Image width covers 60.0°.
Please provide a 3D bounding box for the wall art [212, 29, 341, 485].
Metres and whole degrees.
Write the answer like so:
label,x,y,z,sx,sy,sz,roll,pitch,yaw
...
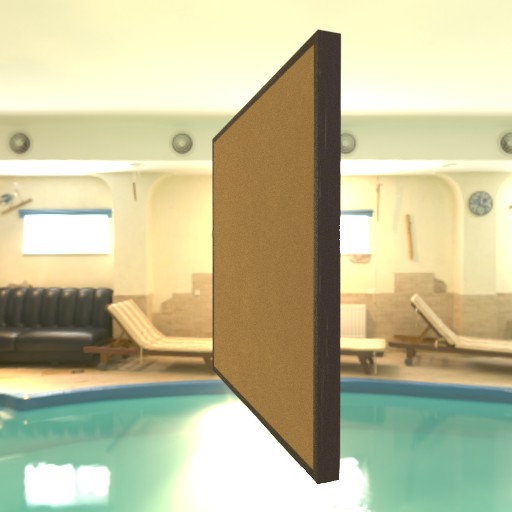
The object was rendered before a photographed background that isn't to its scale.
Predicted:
label,x,y,z,sx,sy,sz,roll,pitch,yaw
wall art,0.000,0.000,1.105,0.043,0.758,0.762,0,1,-19
